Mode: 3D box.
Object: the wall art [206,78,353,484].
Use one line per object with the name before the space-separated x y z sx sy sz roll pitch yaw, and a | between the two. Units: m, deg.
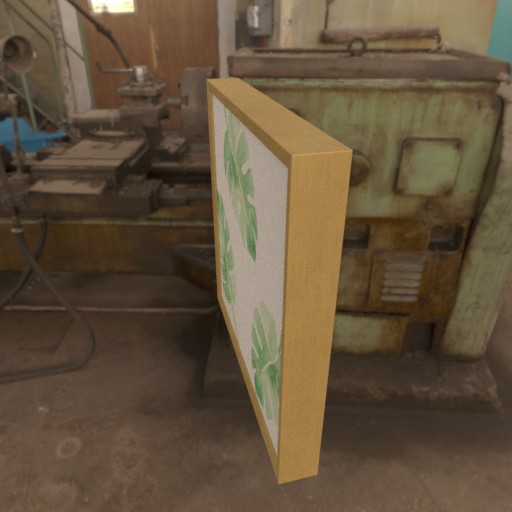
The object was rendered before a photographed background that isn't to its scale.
wall art | 0.000 0.000 0.460 0.038 0.305 0.305 -7 30 -13
